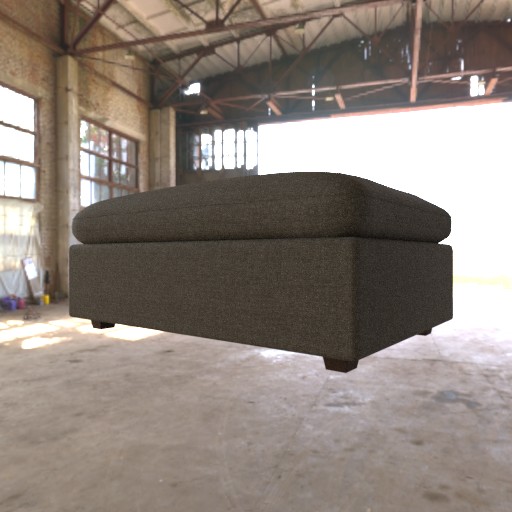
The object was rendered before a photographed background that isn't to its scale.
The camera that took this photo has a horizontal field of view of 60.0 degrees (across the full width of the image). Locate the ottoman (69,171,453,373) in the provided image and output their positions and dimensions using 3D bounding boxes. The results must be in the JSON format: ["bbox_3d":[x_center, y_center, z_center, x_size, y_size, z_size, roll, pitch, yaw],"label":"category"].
[{"bbox_3d":[0.000,0.000,1.431,1.041,0.483,0.711,0,0,38],"label":"ottoman"}]
